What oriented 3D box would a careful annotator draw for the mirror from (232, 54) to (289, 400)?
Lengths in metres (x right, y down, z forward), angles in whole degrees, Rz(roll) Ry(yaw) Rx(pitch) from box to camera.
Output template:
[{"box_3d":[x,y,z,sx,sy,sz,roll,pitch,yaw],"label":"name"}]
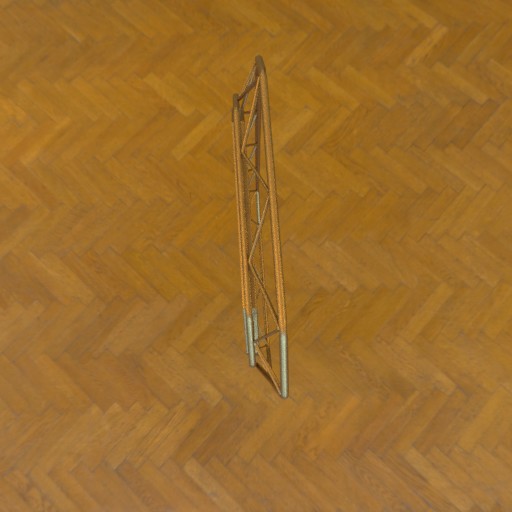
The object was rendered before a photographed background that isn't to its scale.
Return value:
[{"box_3d":[0.000,0.000,0.715,0.042,0.566,0.417,-4,77,-1],"label":"mirror"}]
